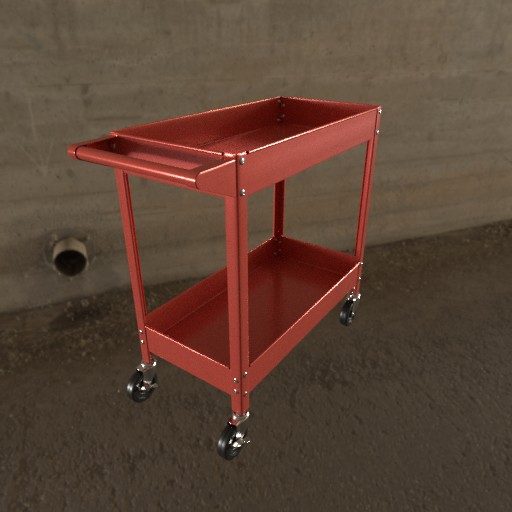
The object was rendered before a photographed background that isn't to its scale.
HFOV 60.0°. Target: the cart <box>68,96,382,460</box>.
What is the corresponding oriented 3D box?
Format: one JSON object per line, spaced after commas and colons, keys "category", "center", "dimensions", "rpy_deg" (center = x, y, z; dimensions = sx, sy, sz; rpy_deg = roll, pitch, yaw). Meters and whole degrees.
{"category": "cart", "center": [0.000, 0.000, 1.204], "dimensions": [0.366, 0.719, 0.779], "rpy_deg": [18, 32, 31]}
